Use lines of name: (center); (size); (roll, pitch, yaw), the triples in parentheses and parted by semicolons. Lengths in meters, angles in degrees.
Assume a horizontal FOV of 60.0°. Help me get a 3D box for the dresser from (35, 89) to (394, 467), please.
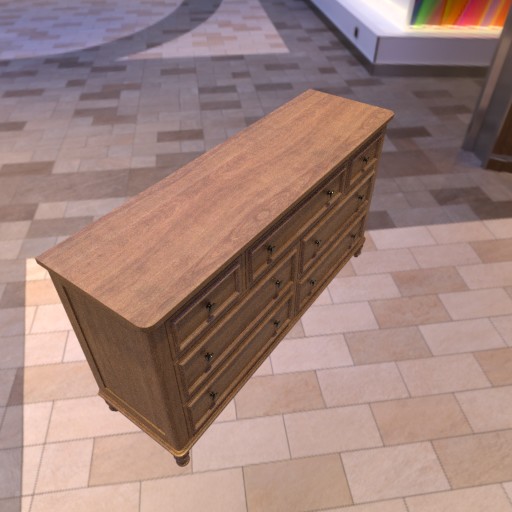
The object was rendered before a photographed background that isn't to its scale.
dresser: (0.000, 0.000, 1.982); (0.468, 0.892, 1.583); (26, 48, 26)
